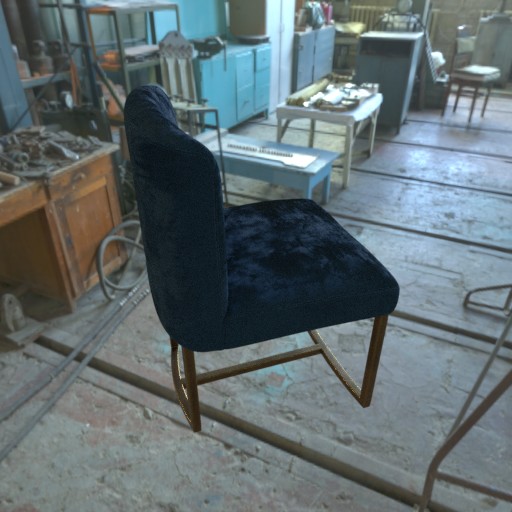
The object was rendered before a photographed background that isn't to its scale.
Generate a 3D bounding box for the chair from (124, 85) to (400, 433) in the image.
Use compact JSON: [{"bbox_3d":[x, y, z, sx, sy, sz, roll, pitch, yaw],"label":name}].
[{"bbox_3d":[0.000,0.000,1.168,0.560,0.824,0.530,-10,34,-16],"label":"chair"}]
